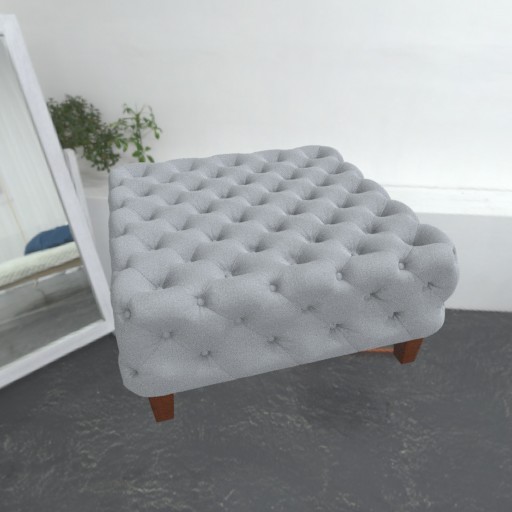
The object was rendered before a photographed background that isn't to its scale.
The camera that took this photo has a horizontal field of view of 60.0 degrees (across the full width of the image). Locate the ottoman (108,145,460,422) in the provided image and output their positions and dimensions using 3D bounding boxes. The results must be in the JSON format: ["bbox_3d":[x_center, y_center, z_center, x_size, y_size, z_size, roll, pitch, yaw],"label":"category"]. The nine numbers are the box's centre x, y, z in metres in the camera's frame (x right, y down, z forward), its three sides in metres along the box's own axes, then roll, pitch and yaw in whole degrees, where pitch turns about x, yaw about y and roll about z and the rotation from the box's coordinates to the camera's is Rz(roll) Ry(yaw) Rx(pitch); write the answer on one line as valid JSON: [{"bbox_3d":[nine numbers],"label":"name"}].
[{"bbox_3d":[0.000,0.000,1.226,0.758,0.365,0.764,-9,33,-14],"label":"ottoman"}]
